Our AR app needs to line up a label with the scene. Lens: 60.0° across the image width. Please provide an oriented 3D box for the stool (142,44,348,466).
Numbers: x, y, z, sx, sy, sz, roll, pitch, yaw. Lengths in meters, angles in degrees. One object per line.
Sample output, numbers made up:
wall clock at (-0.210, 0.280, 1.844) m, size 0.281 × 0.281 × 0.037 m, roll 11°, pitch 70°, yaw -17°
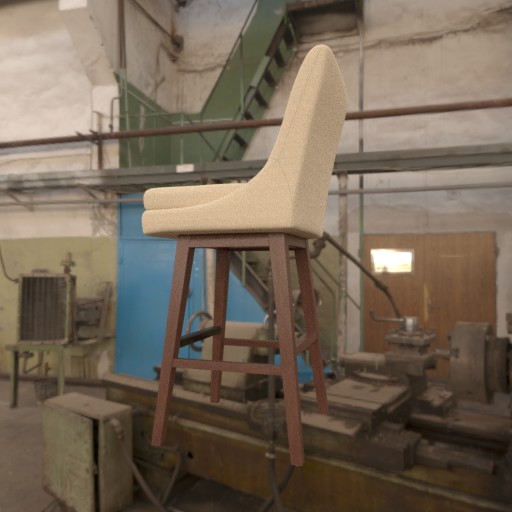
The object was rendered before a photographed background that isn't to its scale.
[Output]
stool at (0.000, 0.000, 1.412) m, size 0.559 × 1.093 × 0.483 m, roll 0°, pitch -1°, yaw 18°
